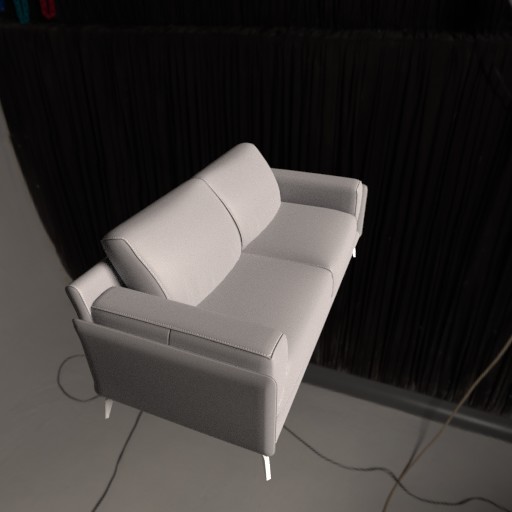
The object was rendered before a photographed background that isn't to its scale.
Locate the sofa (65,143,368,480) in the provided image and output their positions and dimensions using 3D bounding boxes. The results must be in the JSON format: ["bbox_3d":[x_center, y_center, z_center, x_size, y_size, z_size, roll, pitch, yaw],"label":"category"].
[{"bbox_3d":[0.000,0.000,2.628,0.969,0.900,2.100,11,32,18],"label":"sofa"}]
